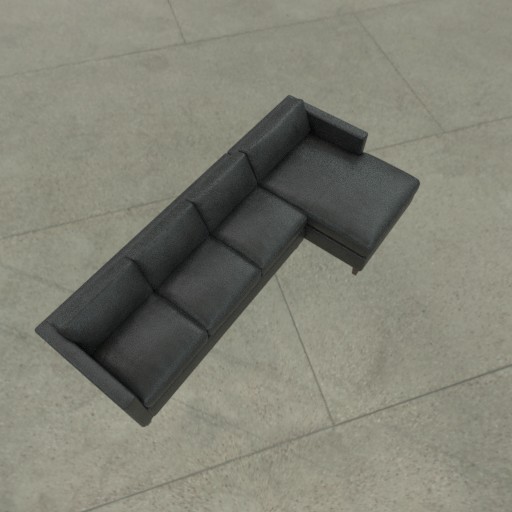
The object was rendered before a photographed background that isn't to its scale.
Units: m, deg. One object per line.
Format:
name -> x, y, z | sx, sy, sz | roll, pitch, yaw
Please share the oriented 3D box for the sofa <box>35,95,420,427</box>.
sofa -> 0.000, 0.000, 3.836 | 1.581, 0.883, 3.203 | 33, 64, 18
